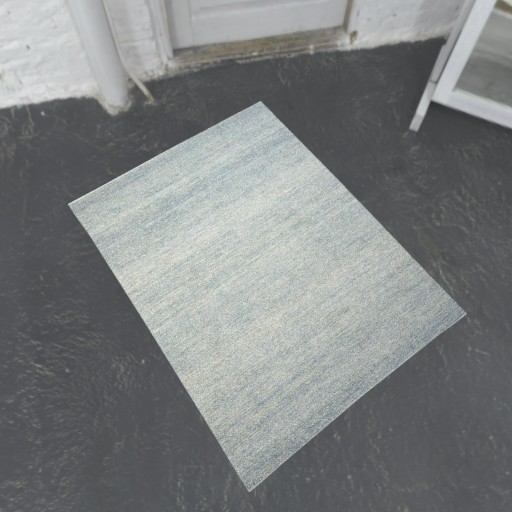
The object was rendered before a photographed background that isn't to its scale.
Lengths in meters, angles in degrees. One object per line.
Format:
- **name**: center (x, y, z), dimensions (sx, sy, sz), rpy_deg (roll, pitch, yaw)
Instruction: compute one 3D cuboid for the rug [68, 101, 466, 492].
- **rug**: center (0.000, 0.000, 4.311), dimensions (2.461, 0.046, 3.237), rpy_deg (-33, 68, -15)
